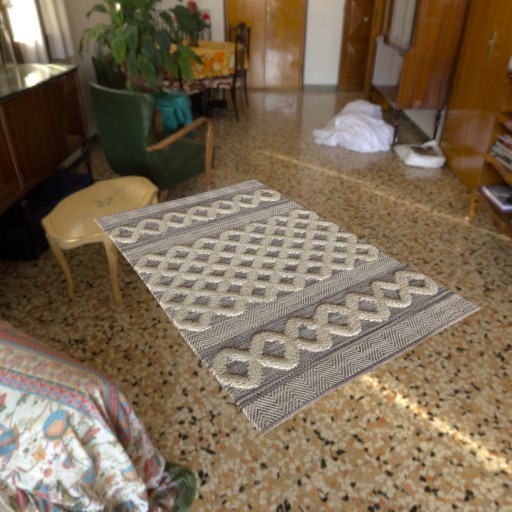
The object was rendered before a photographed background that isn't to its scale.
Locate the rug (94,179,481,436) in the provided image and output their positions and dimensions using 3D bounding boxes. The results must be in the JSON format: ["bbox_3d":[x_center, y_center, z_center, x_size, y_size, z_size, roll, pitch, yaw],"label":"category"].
[{"bbox_3d":[0.000,0.000,2.977,1.513,0.033,2.333,-19,36,-28],"label":"rug"}]
